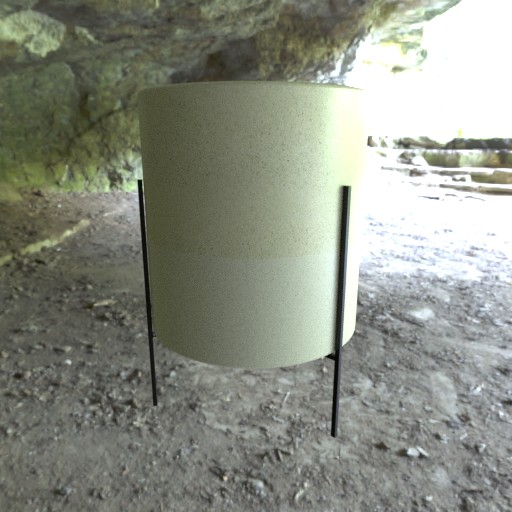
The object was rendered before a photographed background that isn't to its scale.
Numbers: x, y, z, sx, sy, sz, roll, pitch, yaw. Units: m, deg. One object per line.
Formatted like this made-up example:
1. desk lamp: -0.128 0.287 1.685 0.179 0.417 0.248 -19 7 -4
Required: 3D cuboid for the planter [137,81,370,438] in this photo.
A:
1. planter: 0.000 0.000 0.696 0.324 0.483 0.333 -15 21 -43
